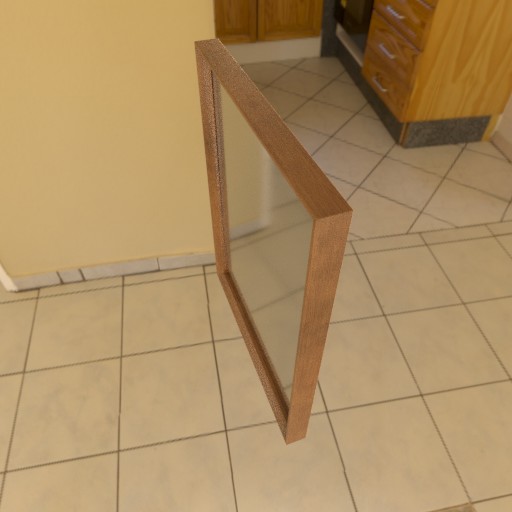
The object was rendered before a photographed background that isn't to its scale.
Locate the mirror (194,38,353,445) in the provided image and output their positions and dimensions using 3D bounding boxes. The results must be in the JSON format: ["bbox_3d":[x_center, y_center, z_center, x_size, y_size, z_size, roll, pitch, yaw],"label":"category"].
[{"bbox_3d":[0.000,0.000,0.695,0.041,0.509,0.406,-15,49,-14],"label":"mirror"}]
